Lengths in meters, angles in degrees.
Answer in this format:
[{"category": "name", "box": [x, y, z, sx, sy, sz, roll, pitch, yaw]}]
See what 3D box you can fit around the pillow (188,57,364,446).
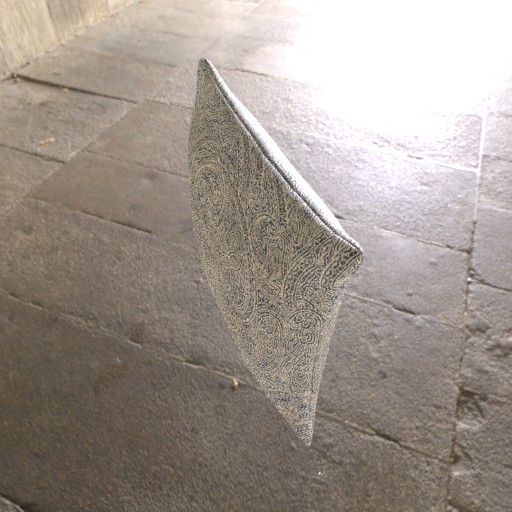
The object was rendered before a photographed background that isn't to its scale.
[{"category": "pillow", "box": [0.000, 0.000, 0.791, 0.166, 0.510, 0.523, -17, 49, -15]}]
